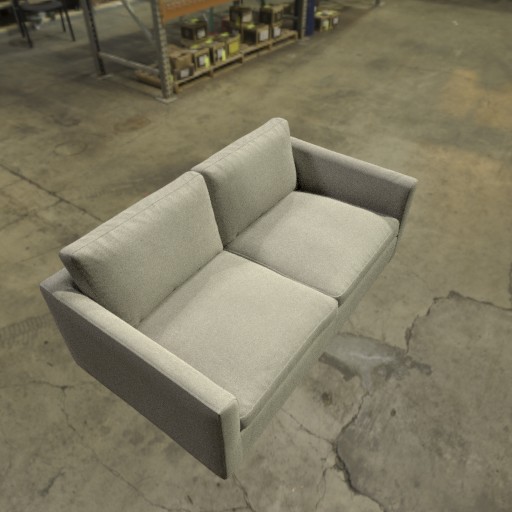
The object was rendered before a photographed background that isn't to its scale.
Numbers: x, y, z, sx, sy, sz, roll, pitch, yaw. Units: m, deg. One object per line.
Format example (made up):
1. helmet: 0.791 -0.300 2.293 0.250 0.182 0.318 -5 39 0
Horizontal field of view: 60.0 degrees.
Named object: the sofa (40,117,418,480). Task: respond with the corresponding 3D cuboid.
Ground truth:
1. sofa: 0.000 0.000 2.490 1.091 0.839 1.905 26 48 26
